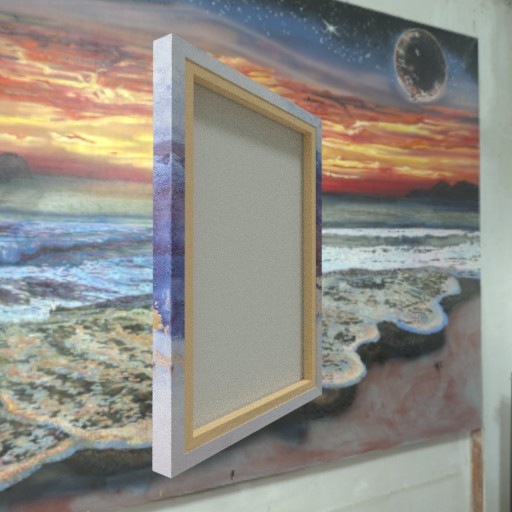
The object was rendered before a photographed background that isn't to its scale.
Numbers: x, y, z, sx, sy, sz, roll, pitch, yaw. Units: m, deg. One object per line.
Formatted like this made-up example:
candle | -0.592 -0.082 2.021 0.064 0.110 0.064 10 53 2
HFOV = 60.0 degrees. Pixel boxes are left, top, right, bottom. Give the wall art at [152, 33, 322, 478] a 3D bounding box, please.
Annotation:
wall art | 0.000 0.000 0.767 0.036 0.581 0.437 0 -1 35
